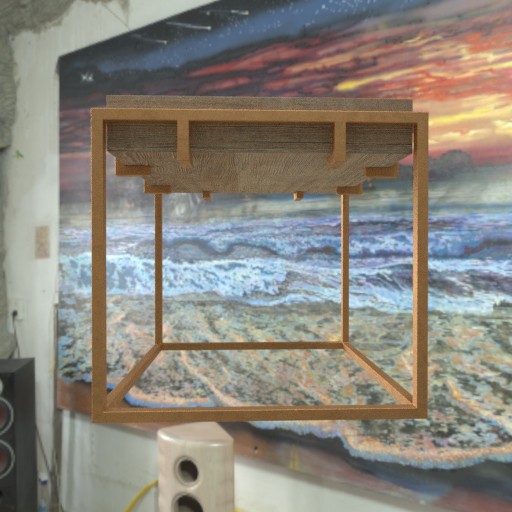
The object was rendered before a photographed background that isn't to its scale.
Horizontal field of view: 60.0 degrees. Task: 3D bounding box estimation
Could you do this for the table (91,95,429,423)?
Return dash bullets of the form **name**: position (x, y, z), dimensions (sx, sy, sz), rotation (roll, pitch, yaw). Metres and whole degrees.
- **table**: position (0.000, 0.000, 1.087), dimensions (0.599, 0.584, 0.599), rotation (0, 0, -2)
